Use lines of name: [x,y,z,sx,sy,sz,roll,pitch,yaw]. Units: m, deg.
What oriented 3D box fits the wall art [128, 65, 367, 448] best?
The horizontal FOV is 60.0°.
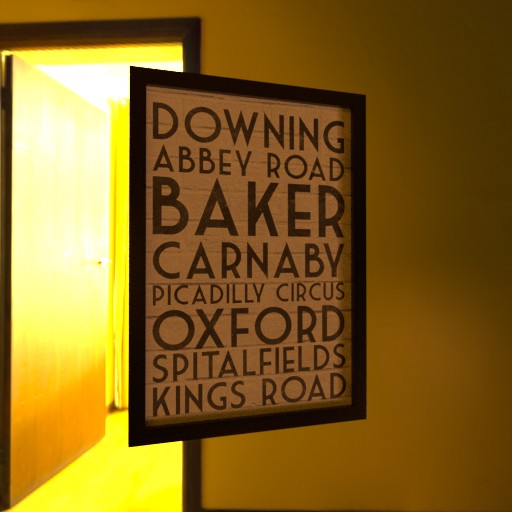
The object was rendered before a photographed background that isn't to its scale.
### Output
wall art: [0.000,0.000,0.551,0.304,0.432,0.013,0,-1,-17]
